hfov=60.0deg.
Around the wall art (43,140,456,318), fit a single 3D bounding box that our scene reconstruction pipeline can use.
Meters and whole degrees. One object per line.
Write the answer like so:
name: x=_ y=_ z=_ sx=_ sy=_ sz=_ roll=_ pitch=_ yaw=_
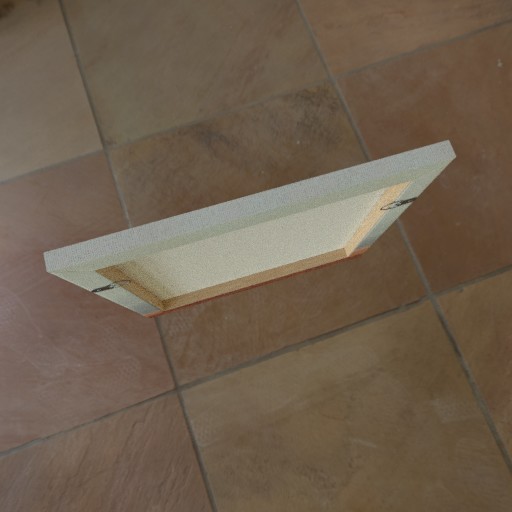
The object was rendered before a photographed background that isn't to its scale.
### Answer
wall art: x=0.000 y=0.000 z=0.619 sx=0.405 sy=0.405 sz=0.023 roll=-16 pitch=77 yaw=-4
